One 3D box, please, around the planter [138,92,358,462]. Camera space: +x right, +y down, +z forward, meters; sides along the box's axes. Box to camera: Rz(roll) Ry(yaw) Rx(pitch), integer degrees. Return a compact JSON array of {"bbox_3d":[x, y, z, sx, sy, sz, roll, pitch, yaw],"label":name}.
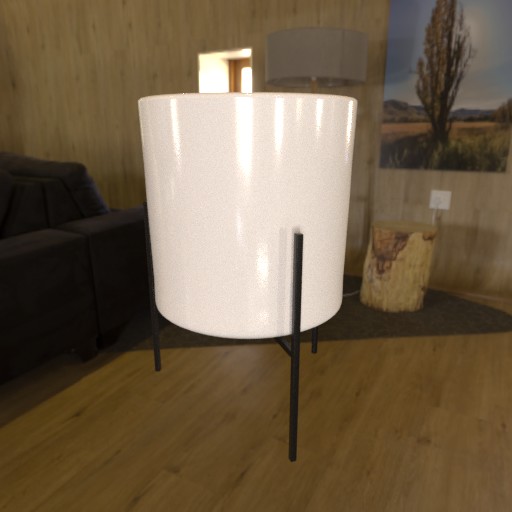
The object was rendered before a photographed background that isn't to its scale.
[{"bbox_3d":[0.000,0.000,0.648,0.308,0.431,0.307,-16,23,-43],"label":"planter"}]
